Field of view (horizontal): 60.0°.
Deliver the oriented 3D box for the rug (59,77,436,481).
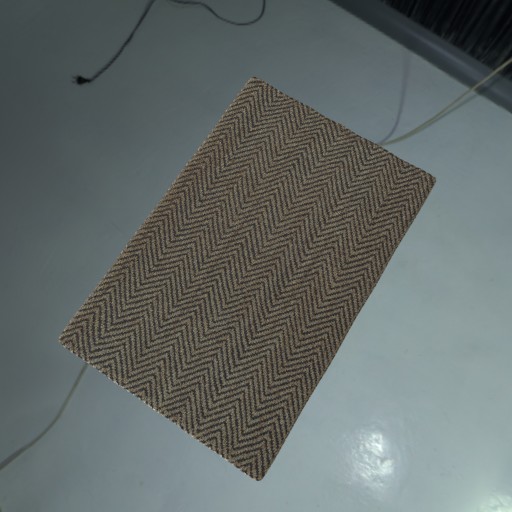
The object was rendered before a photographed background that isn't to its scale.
[{"bbox_3d":[0.000,0.000,2.338,1.219,0.008,1.828,32,78,8],"label":"rug"}]
